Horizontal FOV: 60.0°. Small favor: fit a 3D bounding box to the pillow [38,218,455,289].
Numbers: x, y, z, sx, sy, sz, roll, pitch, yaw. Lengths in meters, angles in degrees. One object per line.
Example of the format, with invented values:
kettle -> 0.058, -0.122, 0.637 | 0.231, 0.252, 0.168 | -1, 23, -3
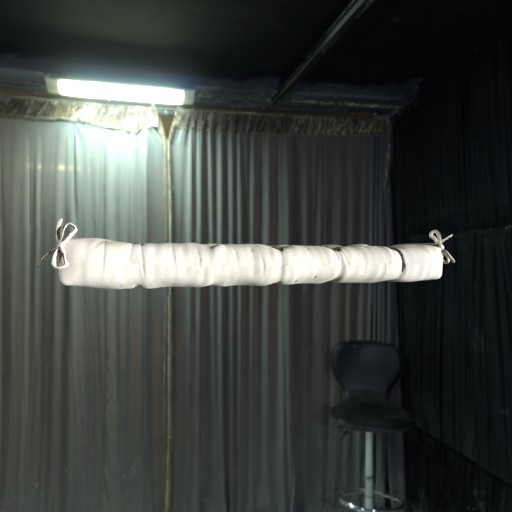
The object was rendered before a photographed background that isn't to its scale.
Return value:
pillow -> 0.000, 0.000, 1.384 | 1.194, 0.174, 0.511 | 0, 0, -20
